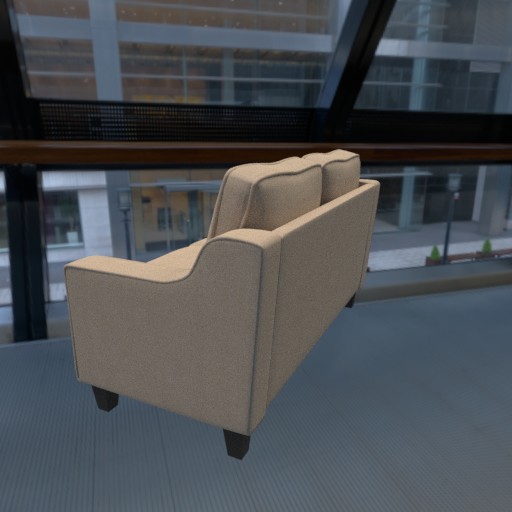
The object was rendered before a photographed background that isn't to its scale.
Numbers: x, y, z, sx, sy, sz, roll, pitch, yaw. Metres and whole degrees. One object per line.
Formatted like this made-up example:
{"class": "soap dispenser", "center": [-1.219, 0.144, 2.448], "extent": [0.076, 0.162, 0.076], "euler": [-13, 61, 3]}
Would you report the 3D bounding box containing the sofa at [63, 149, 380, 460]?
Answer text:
{"class": "sofa", "center": [0.000, 0.000, 3.473], "extent": [1.351, 1.562, 2.587], "euler": [8, 18, 25]}
